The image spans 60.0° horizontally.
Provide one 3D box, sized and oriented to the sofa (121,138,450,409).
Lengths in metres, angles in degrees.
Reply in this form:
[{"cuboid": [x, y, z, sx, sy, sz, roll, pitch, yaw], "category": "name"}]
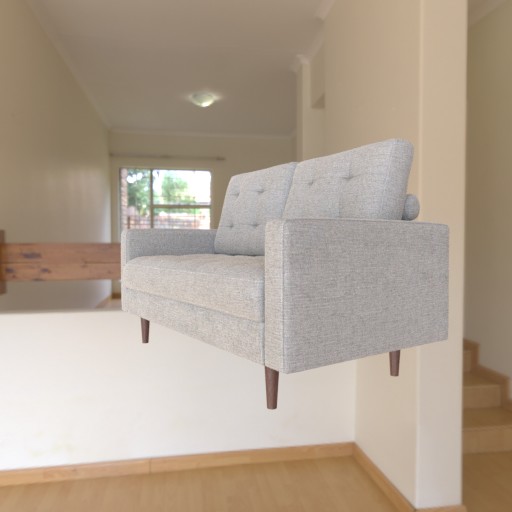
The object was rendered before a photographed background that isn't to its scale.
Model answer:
[{"cuboid": [0.000, 0.000, 1.987, 0.842, 0.907, 1.407, -1, 2, -35], "category": "sofa"}]
